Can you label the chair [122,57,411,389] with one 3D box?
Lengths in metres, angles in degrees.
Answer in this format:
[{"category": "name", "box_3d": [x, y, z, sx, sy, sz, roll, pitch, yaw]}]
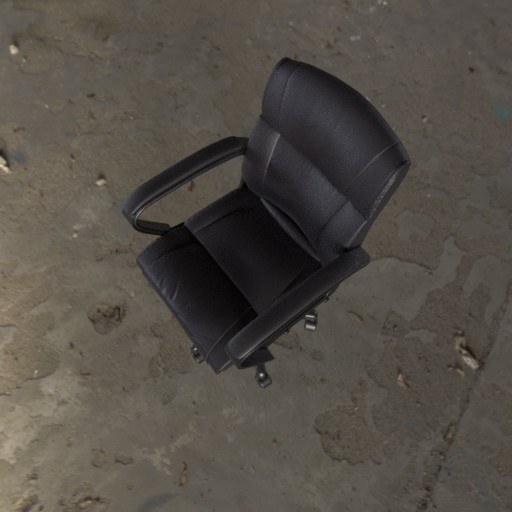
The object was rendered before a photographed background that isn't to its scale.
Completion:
[{"category": "chair", "box_3d": [0.000, 0.000, 1.410, 0.641, 0.998, 0.576, -34, 68, -16]}]
